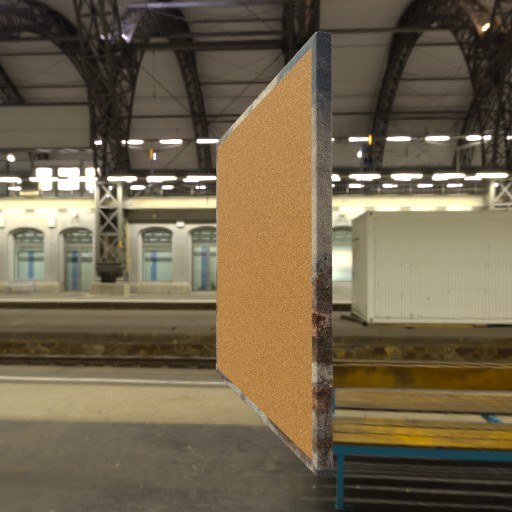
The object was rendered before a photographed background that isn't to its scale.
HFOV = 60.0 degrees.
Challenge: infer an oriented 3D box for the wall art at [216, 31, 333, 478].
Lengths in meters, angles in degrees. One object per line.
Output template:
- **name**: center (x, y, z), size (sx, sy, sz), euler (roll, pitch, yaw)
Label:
- **wall art**: center (0.000, 0.000, 1.313), size (0.035, 0.897, 0.888), euler (0, -1, -18)
